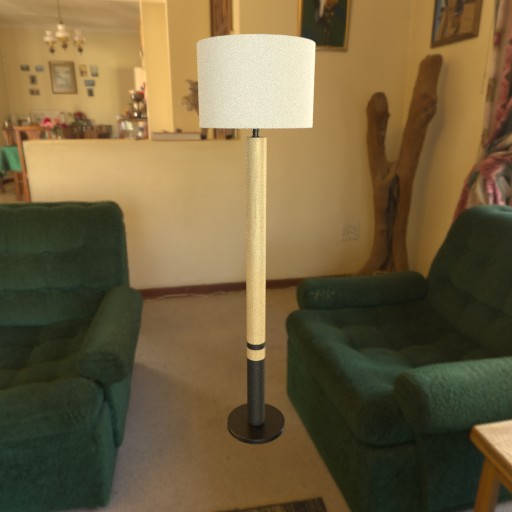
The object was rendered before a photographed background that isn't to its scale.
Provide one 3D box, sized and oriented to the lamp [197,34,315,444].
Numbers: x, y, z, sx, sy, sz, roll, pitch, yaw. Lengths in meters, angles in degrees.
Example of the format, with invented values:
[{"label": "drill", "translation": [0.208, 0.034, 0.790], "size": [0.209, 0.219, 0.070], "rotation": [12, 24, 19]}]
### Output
[{"label": "lamp", "translation": [0.000, 0.000, 1.643], "size": [0.381, 1.478, 0.381], "rotation": [-9, 19, -27]}]
